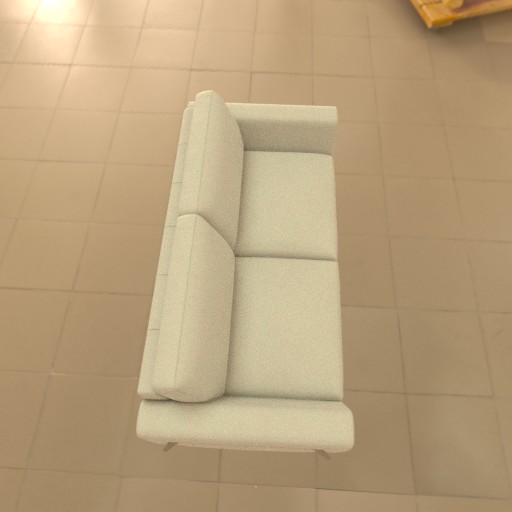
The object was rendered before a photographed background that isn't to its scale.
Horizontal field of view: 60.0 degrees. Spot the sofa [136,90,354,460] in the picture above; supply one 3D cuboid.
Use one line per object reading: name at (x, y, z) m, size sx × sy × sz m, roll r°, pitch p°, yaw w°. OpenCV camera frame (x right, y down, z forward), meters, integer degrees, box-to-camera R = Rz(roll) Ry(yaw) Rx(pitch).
sofa at (0.000, 0.000, 2.510) m, size 0.953 × 0.875 × 2.017 m, roll 2°, pitch 63°, yaw 1°
